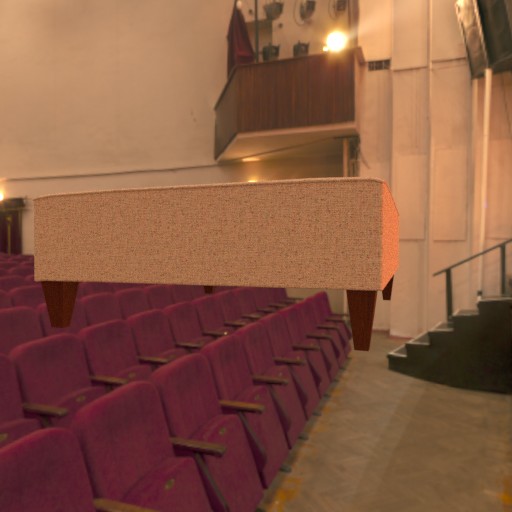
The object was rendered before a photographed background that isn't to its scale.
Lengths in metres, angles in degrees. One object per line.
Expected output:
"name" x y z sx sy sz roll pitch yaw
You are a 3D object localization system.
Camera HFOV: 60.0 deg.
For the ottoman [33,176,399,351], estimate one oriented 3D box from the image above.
"ottoman" 0.000 0.000 1.231 0.736 0.303 0.835 0 1 20
